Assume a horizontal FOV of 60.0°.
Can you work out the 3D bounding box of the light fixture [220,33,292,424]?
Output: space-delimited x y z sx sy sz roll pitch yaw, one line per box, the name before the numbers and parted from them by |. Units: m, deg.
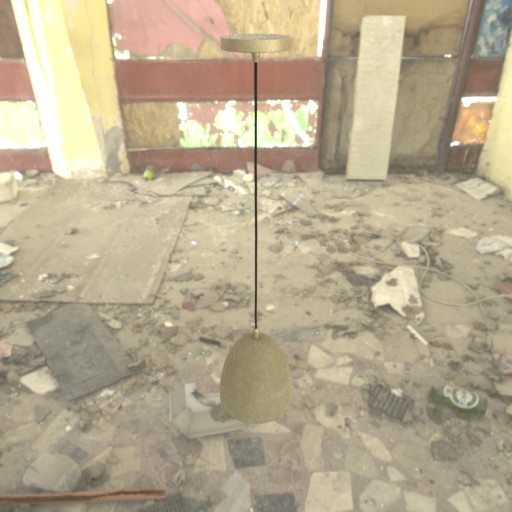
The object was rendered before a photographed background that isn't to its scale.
light fixture | 0.000 0.000 0.853 0.170 0.759 0.170 10 32 17
